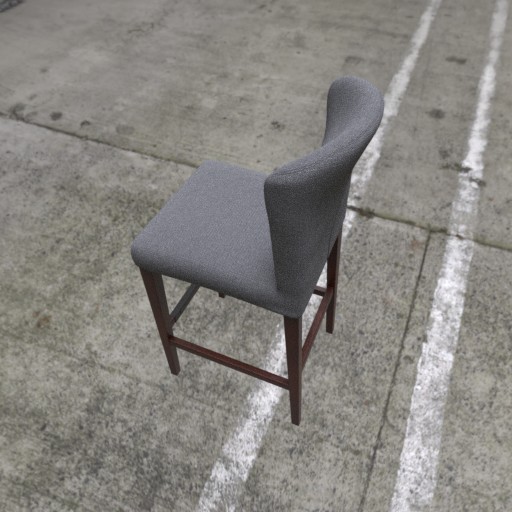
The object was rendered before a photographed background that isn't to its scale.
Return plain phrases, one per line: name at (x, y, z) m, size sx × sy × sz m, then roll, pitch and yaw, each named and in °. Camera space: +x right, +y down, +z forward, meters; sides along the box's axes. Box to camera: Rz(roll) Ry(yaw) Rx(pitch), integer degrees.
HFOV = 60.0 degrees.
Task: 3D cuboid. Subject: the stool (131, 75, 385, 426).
stool at (0.000, 0.000, 1.373) m, size 0.568 × 1.069 × 0.486 m, roll 17°, pitch 48°, yaw 16°
